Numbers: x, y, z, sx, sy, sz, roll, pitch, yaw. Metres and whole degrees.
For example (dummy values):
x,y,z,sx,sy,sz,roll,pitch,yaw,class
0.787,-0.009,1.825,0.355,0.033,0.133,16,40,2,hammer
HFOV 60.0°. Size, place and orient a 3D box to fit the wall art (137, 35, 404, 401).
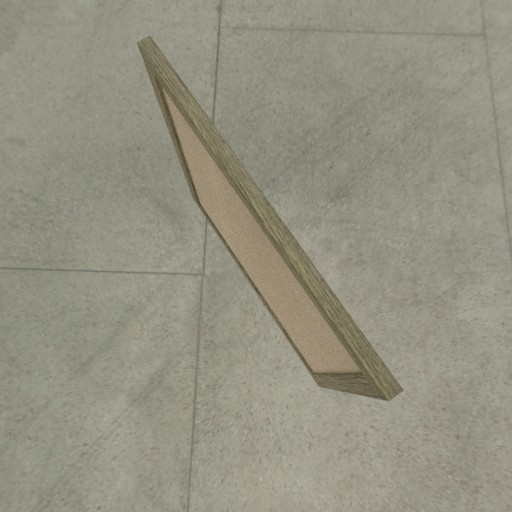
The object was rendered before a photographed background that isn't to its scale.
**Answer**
x,y,z,sx,sy,sz,roll,pitch,yaw,class
0.000,0.000,0.742,0.019,0.508,0.508,-33,78,-8,wall art
